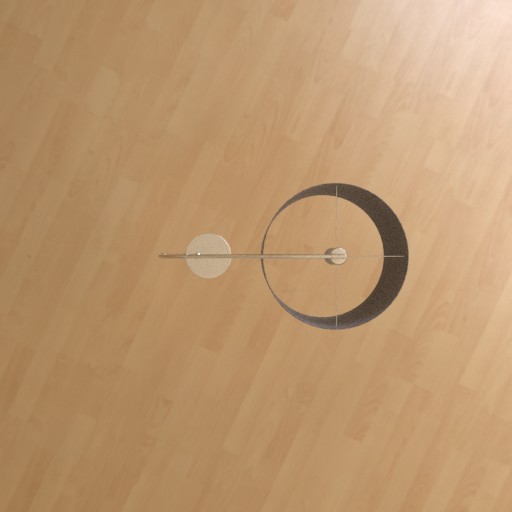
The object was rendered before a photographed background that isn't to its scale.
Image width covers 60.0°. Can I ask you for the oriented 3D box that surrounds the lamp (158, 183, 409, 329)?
[{"bbox_3d":[0.000,0.000,2.136,0.934,1.735,0.452,0,90,0],"label":"lamp"}]
